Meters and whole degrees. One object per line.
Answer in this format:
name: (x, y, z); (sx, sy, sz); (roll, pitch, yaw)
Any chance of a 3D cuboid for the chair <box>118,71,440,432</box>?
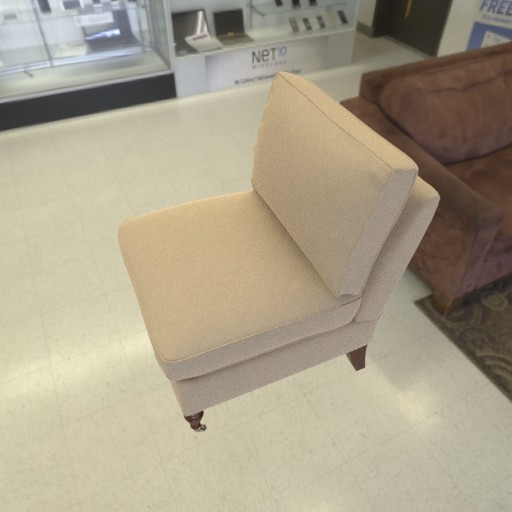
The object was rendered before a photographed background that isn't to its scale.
chair: (0.000, 0.000, 1.655); (0.912, 1.052, 0.724); (-17, 47, -17)
